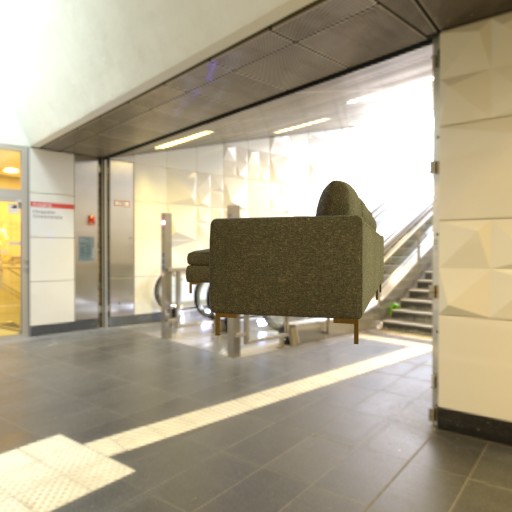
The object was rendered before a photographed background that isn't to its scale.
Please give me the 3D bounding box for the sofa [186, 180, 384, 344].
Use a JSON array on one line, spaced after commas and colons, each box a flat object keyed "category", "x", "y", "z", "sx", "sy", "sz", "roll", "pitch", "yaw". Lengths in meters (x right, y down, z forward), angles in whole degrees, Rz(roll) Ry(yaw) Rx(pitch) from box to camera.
[{"category": "sofa", "x": 0.000, "y": 0.000, "z": 3.781, "sx": 2.007, "sy": 0.815, "sz": 2.949, "roll": 0, "pitch": 1, "yaw": 18}]
